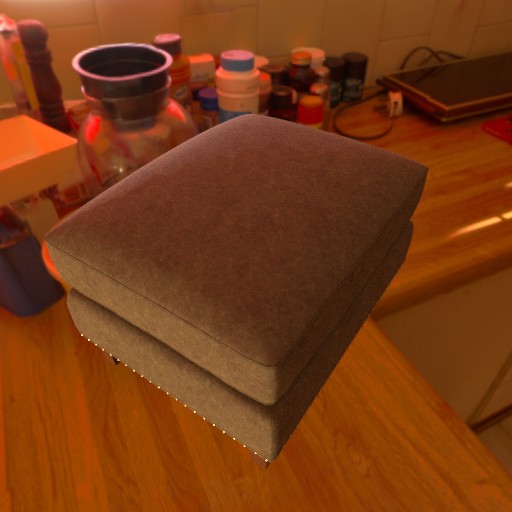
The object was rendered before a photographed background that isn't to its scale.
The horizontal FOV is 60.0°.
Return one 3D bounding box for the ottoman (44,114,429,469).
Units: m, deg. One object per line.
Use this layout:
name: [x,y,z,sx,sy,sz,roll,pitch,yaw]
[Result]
ottoman: [0.000,0.000,1.123,0.584,0.513,0.741,24,47,25]
